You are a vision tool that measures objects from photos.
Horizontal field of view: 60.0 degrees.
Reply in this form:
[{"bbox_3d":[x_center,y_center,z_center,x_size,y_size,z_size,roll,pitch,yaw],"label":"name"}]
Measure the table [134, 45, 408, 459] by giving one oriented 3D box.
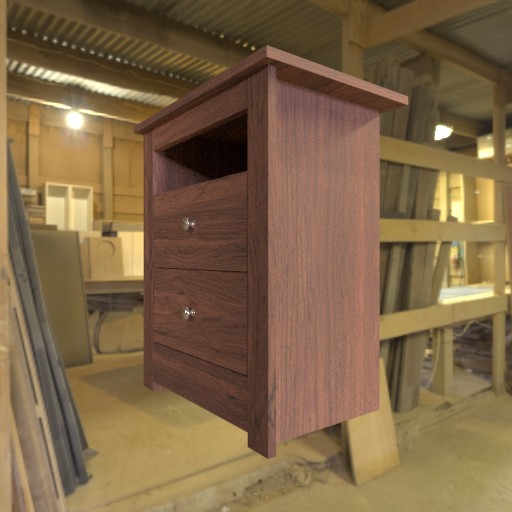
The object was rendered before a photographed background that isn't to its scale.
[{"bbox_3d":[0.000,0.000,1.102,0.406,0.711,0.589,0,0,-37],"label":"table"}]
